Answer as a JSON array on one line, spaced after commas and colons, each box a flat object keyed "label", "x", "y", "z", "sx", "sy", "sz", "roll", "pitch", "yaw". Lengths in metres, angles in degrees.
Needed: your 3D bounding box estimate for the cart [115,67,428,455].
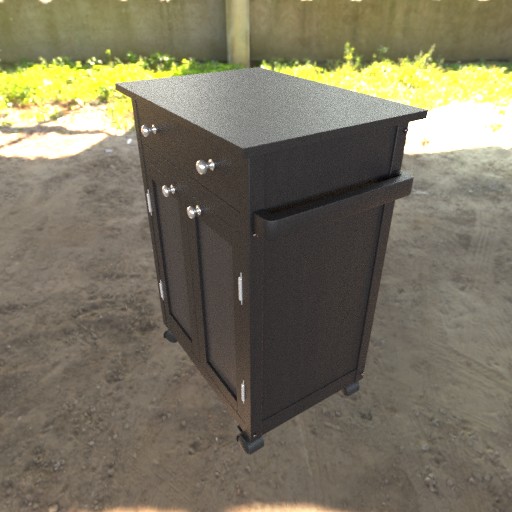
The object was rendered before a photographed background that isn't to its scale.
[{"label": "cart", "x": 0.000, "y": 0.000, "z": 1.265, "sx": 0.456, "sy": 0.879, "sz": 0.660, "roll": -19, "pitch": 37, "yaw": -28}]
